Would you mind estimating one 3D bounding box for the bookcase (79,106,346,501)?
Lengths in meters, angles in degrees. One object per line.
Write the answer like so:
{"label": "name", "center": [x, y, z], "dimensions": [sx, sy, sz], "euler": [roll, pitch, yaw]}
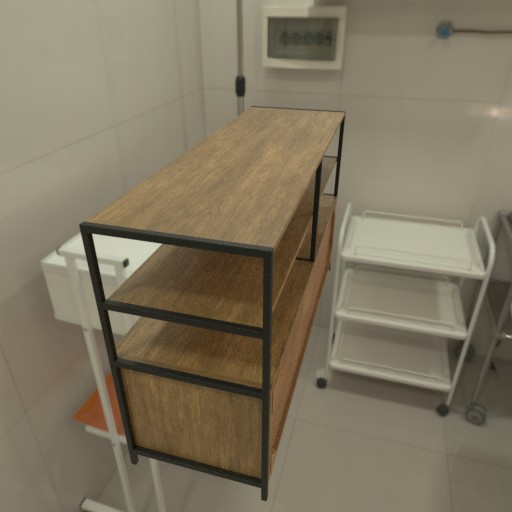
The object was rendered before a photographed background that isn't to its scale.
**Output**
{"label": "bookcase", "center": [0.000, 0.000, 1.448], "dimensions": [0.391, 0.712, 1.149], "euler": [8, 31, 14]}
